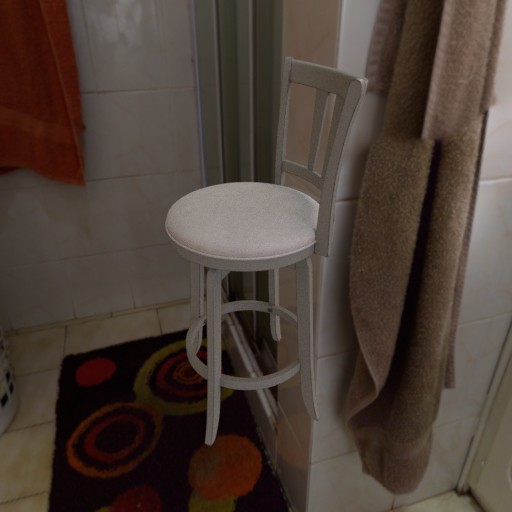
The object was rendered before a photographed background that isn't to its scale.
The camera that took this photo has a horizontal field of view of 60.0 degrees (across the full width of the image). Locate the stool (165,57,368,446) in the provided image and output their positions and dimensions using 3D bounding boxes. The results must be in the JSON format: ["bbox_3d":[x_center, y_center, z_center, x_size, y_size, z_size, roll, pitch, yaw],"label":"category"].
[{"bbox_3d":[0.000,0.000,1.265,0.486,0.994,0.450,-8,31,-13],"label":"stool"}]
